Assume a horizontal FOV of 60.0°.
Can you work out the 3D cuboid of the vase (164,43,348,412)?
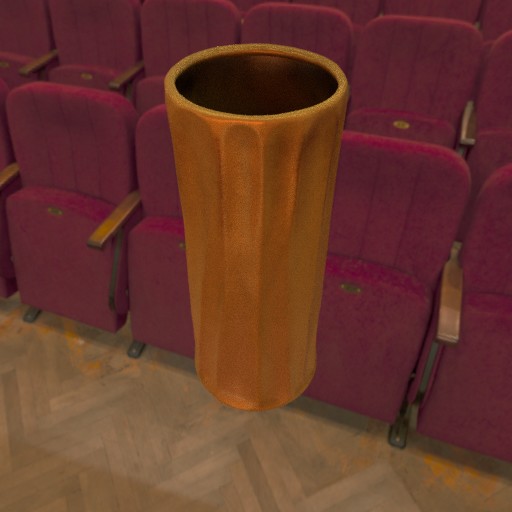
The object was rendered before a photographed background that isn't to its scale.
[{"bbox_3d":[0.000,0.000,0.175,0.061,0.143,0.061,0,44,0],"label":"vase"}]
